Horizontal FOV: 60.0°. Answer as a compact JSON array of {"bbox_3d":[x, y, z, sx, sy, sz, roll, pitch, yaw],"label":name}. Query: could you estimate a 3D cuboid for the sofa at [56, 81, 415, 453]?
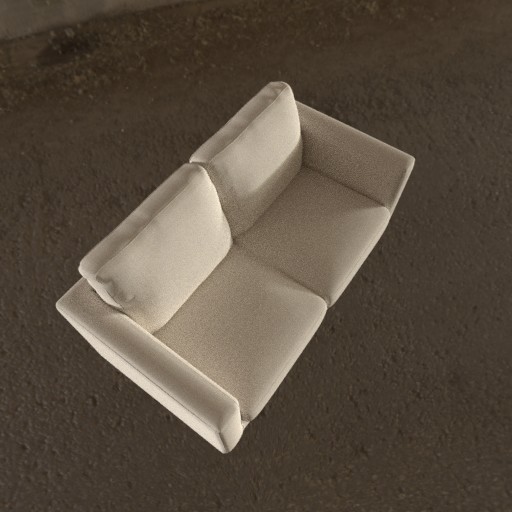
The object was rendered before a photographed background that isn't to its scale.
[{"bbox_3d":[0.000,0.000,1.983,0.796,0.908,1.430,32,65,17],"label":"sofa"}]
